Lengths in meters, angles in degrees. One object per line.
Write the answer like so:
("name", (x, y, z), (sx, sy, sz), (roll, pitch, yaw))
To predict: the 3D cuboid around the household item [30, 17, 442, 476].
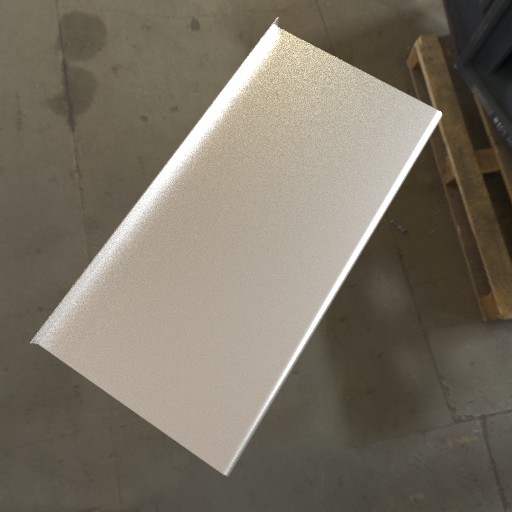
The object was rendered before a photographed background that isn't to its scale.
("household item", (0.000, 0.000, 1.650), (0.610, 0.851, 1.219), (31, 77, 8))
